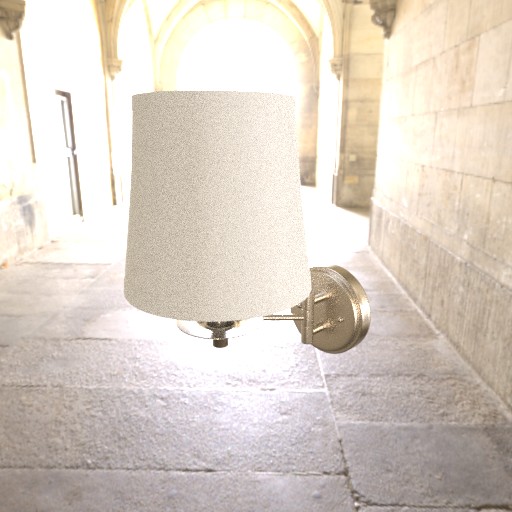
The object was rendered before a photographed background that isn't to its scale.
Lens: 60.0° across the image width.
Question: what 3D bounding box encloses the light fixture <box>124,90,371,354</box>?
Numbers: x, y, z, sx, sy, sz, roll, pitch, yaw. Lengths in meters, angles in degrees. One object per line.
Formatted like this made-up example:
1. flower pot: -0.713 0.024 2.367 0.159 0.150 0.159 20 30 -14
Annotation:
1. light fixture: 0.000 0.000 0.575 0.348 0.381 0.223 -14 21 -42
